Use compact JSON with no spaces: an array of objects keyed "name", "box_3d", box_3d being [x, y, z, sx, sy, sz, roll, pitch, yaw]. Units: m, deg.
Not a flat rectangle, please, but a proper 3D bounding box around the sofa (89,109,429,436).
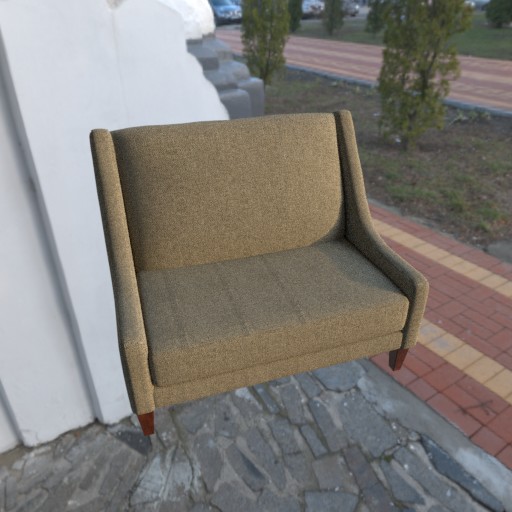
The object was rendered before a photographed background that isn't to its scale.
[{"name":"sofa","box_3d":[0.000,0.000,1.953,1.242,1.021,0.870,-9,32,-15]}]
